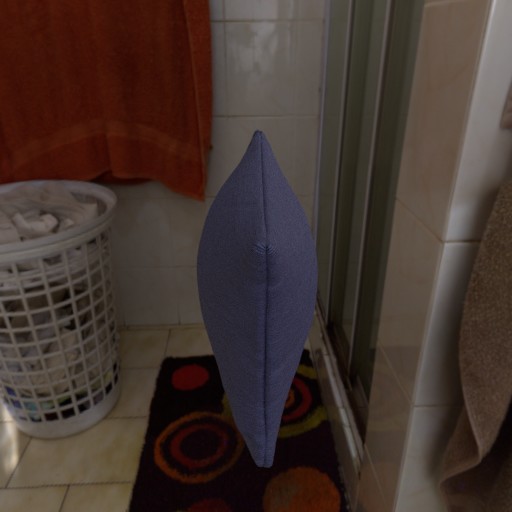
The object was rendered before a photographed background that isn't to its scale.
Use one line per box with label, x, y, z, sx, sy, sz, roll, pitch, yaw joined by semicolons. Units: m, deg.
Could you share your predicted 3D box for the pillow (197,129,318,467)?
pillow;0.000;0.000;0.811;0.210;0.338;0.633;0;27;0
